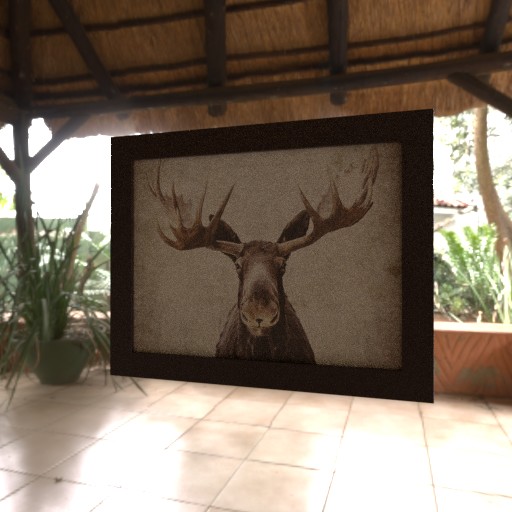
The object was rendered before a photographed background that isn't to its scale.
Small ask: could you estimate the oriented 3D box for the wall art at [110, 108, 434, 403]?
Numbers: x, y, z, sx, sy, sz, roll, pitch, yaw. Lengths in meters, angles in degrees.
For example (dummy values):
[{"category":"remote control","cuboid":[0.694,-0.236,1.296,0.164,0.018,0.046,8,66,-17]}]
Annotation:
[{"category":"wall art","cuboid":[0.000,0.000,1.616,1.207,0.952,0.034,0,0,17]}]
